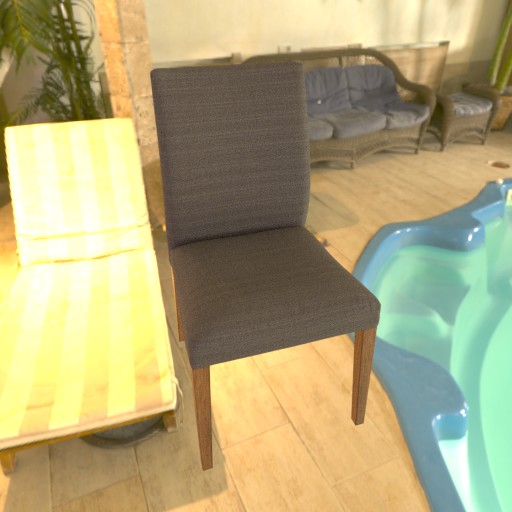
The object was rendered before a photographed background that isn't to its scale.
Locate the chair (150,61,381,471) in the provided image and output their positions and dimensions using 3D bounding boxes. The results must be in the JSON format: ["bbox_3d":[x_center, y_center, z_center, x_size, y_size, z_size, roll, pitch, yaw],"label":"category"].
[{"bbox_3d":[0.000,0.000,1.261,0.496,0.940,0.585,-10,33,-15],"label":"chair"}]
